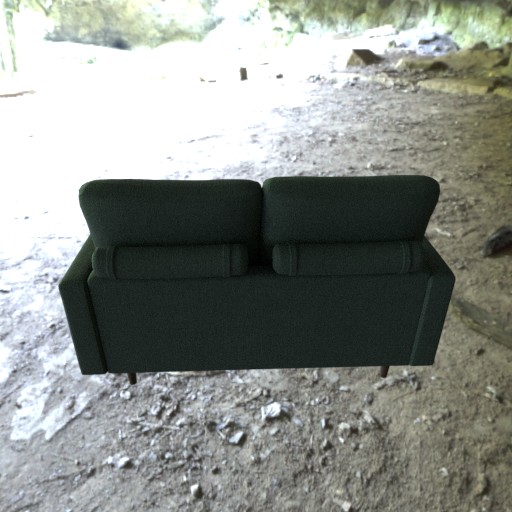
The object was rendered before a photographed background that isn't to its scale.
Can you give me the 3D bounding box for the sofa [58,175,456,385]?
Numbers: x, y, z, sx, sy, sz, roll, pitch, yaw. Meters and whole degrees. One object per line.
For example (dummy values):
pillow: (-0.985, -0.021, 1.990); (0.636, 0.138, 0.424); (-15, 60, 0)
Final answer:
sofa: (0.000, 0.000, 1.938); (1.407, 0.907, 0.842); (-1, 30, -2)
